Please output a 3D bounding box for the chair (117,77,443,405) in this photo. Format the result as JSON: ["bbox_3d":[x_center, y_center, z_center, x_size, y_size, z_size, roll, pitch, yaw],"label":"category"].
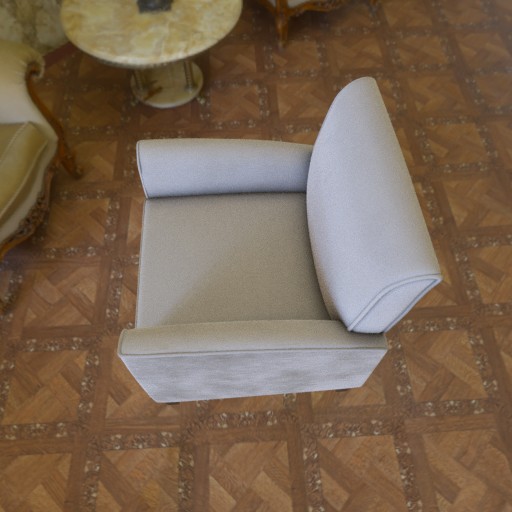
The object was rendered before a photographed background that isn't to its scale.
[{"bbox_3d":[0.000,0.000,1.557,0.821,0.915,0.820,-4,58,-2],"label":"chair"}]
